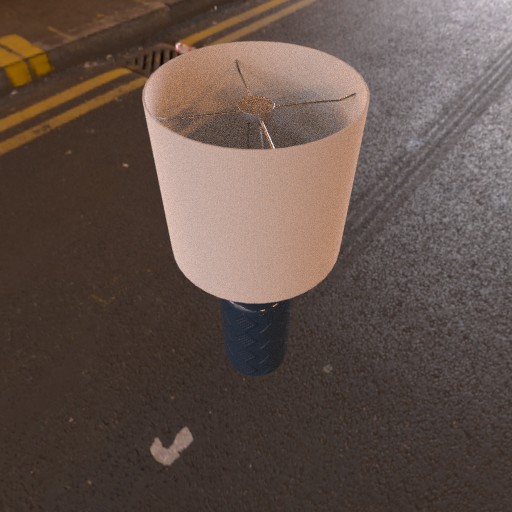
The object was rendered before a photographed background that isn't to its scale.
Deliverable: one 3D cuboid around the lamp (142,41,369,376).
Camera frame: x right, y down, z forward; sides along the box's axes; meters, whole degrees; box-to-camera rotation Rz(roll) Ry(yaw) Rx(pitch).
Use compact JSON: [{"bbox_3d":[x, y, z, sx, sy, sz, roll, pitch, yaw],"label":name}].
[{"bbox_3d":[0.000,0.000,0.577,0.207,0.461,0.207,-9,48,-8],"label":"lamp"}]
